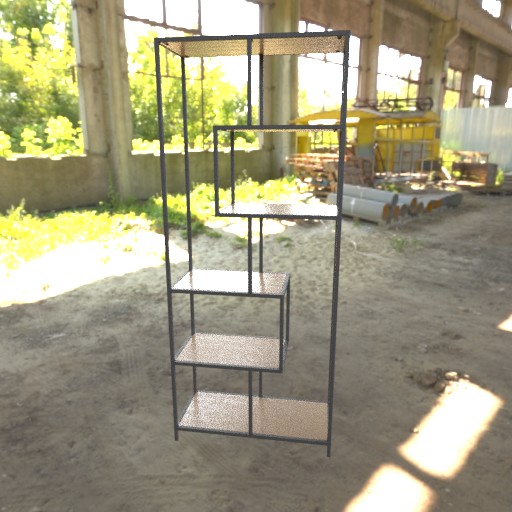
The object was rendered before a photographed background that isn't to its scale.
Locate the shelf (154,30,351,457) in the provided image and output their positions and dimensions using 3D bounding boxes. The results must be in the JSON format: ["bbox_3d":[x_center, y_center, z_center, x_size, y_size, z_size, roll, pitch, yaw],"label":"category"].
[{"bbox_3d":[0.000,0.000,2.099,0.770,1.850,0.350,2,14,9],"label":"shelf"}]
